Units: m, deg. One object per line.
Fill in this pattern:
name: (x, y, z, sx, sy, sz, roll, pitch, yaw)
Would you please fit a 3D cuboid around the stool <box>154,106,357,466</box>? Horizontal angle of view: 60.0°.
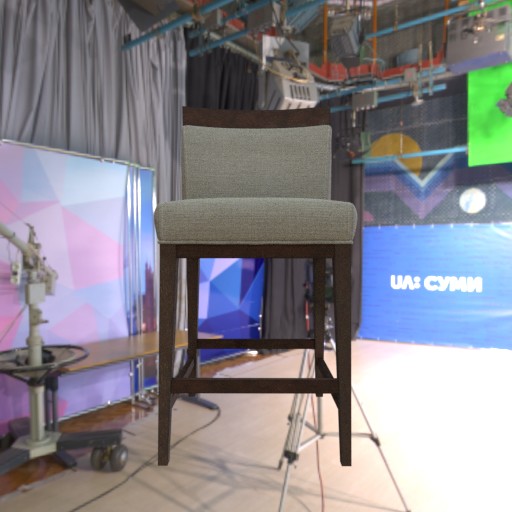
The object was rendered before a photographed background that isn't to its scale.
stool: (0.000, 0.000, 1.324, 0.512, 1.009, 0.531, 0, 2, 0)
